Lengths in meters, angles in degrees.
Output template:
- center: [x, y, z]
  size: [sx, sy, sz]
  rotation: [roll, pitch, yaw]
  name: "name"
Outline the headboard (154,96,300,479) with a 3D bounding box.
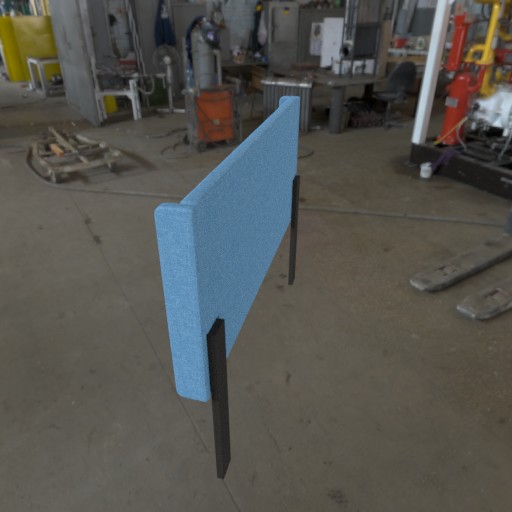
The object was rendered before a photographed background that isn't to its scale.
- center: [0.000, 0.000, 2.729]
  size: [0.184, 1.524, 2.051]
  rotation: [8, 31, 13]
  name: "headboard"
